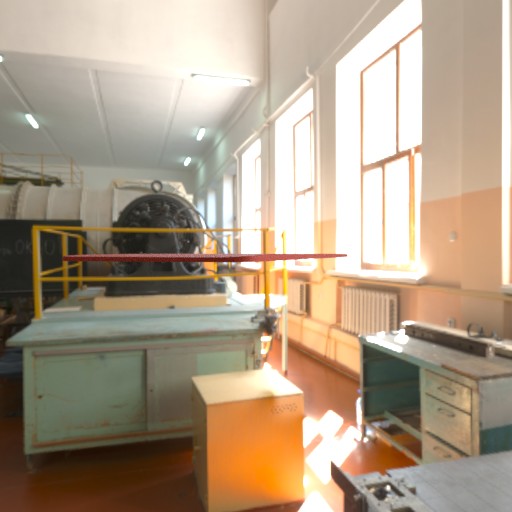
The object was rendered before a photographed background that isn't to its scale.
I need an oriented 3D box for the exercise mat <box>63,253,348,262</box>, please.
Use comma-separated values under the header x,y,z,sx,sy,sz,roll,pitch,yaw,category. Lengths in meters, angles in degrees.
x,y,z,sx,sy,sz,roll,pitch,yaw,category
0.000,0.000,2.086,0.616,0.021,1.869,0,0,20,exercise mat
